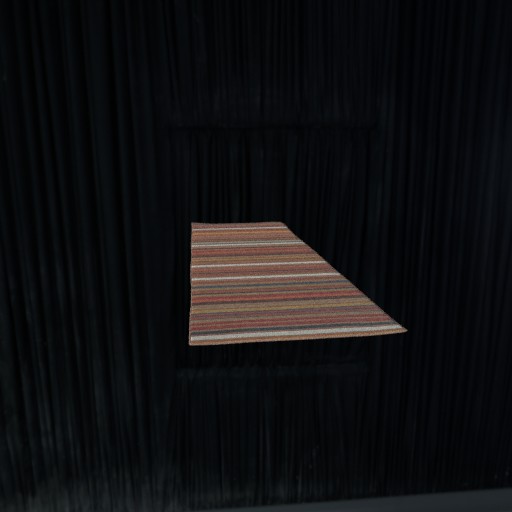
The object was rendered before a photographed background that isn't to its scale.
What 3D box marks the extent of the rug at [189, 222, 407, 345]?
[{"bbox_3d":[0.000,0.000,2.749,0.799,0.030,2.444,-2,14,-8],"label":"rug"}]
